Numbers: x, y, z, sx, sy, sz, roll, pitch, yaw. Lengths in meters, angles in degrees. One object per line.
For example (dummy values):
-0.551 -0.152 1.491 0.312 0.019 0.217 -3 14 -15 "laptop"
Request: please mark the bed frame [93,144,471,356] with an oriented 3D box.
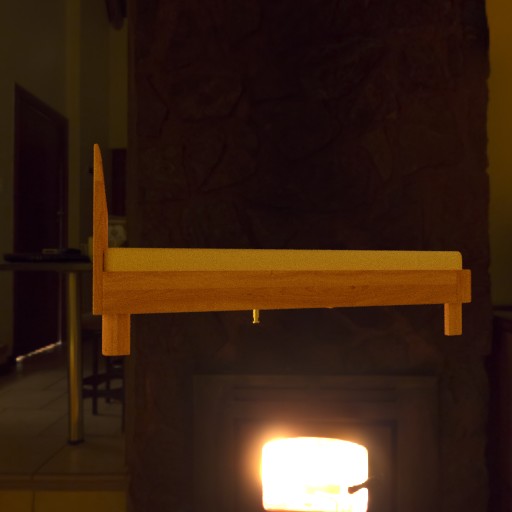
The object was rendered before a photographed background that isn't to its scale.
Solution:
0.000 0.000 3.142 2.092 0.940 1.872 0 -1 -18 "bed frame"
